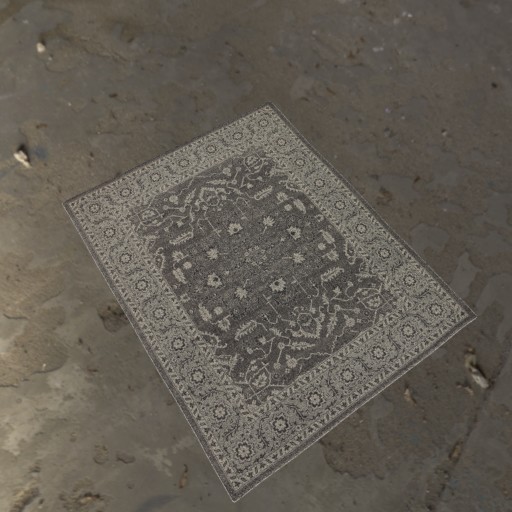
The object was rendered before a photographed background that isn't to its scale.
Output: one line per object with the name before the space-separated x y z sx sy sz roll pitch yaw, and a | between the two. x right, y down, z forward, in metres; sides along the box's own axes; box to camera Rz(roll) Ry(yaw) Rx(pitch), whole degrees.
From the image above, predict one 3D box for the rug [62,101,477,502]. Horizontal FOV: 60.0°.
rug | 0.000 0.000 4.003 2.451 0.026 3.069 -31 66 -15
